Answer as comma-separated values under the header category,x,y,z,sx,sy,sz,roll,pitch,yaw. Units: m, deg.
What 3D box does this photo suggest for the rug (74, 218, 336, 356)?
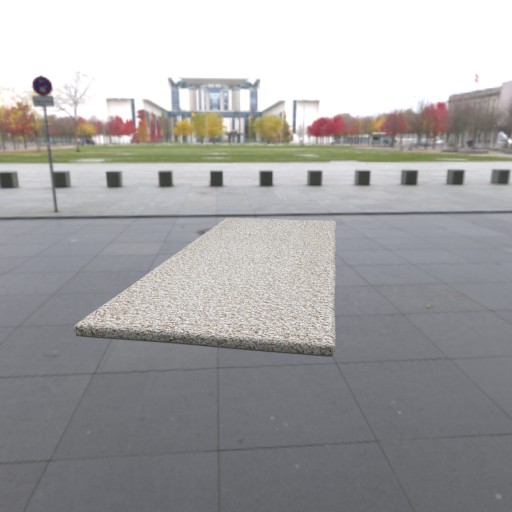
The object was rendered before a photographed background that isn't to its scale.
category,x,y,z,sx,sy,sz,roll,pitch,yaw
rug,0.000,0.000,1.714,0.609,0.030,1.524,3,15,10
